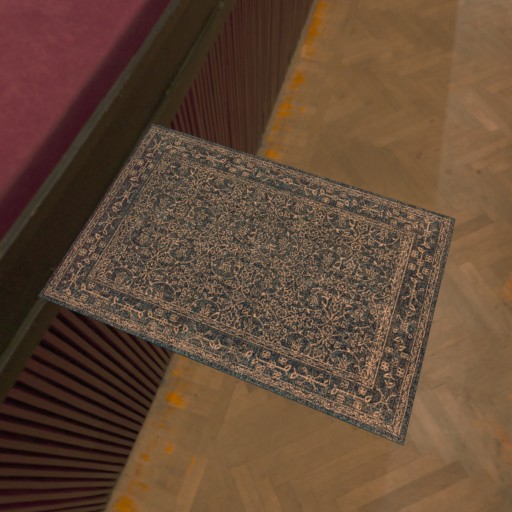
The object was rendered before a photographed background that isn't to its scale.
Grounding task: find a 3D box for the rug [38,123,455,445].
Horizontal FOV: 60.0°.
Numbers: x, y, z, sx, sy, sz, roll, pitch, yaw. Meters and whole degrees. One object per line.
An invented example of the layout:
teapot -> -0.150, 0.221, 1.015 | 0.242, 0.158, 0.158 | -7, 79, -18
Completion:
rug -> 0.000, 0.000, 2.264 | 1.819, 0.005, 1.200 | 20, 65, 10
